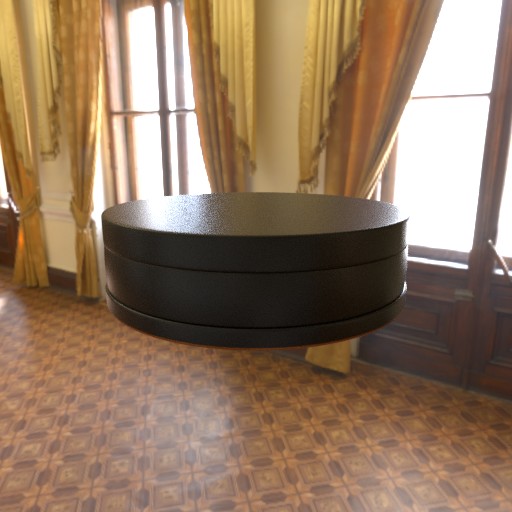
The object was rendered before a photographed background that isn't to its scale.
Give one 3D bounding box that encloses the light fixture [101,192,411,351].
[{"bbox_3d":[0.000,0.000,0.435,0.283,0.097,0.283,0,14,0],"label":"light fixture"}]
